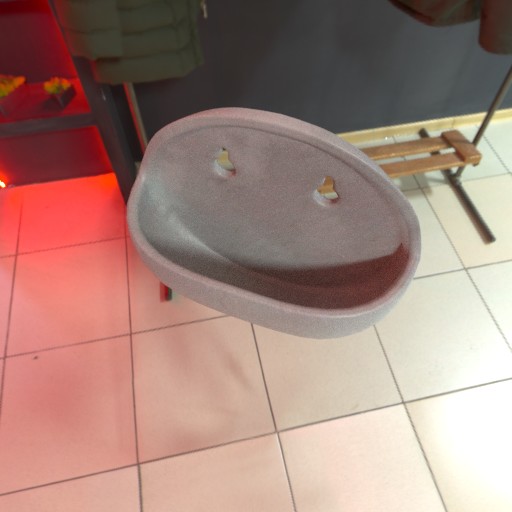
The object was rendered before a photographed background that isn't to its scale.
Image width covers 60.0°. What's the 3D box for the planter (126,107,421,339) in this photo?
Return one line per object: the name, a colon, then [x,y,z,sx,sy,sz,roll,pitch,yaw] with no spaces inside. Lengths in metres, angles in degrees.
planter: [0.000,0.000,0.277,0.190,0.164,0.073,18,59,11]
